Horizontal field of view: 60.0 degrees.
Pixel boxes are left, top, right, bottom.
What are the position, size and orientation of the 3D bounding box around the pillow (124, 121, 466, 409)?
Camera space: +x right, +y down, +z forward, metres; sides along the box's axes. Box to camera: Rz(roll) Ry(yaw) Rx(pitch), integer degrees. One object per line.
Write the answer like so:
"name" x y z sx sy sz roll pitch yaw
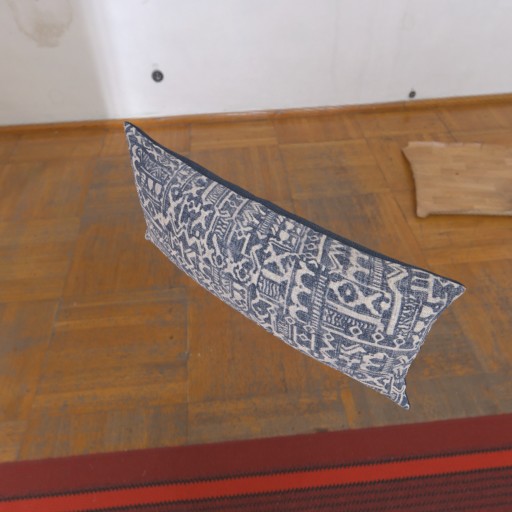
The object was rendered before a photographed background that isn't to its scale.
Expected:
"pillow" 0.000 0.000 0.742 0.631 0.292 0.148 30 53 26
